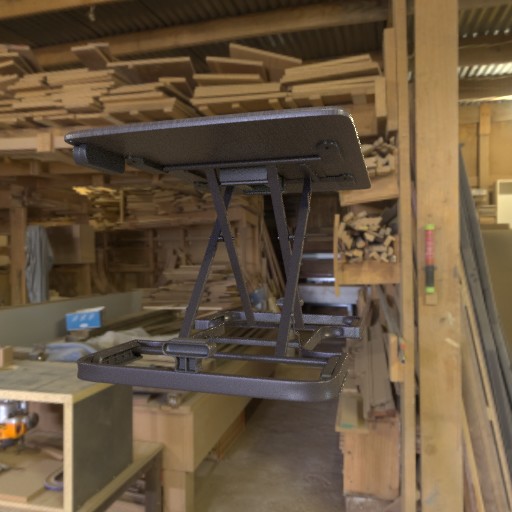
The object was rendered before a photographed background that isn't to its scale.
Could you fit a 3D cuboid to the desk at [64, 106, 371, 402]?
[{"bbox_3d":[0.000,0.000,1.141,0.546,0.470,0.820,0,0,17],"label":"desk"}]
